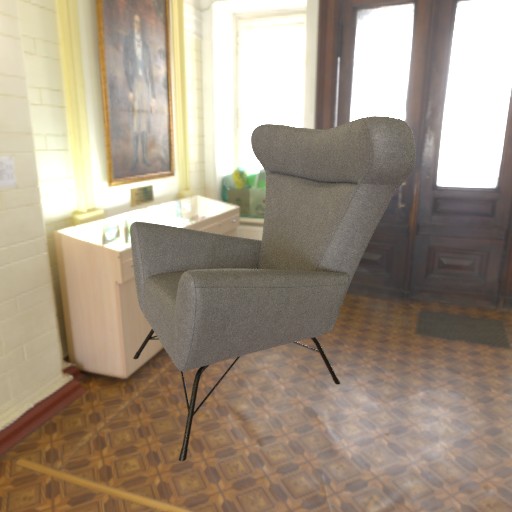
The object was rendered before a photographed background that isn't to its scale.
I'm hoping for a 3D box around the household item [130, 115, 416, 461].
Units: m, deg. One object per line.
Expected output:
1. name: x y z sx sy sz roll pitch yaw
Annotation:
1. household item: 0.000 0.000 1.776 0.900 1.050 0.980 -7 16 -25
